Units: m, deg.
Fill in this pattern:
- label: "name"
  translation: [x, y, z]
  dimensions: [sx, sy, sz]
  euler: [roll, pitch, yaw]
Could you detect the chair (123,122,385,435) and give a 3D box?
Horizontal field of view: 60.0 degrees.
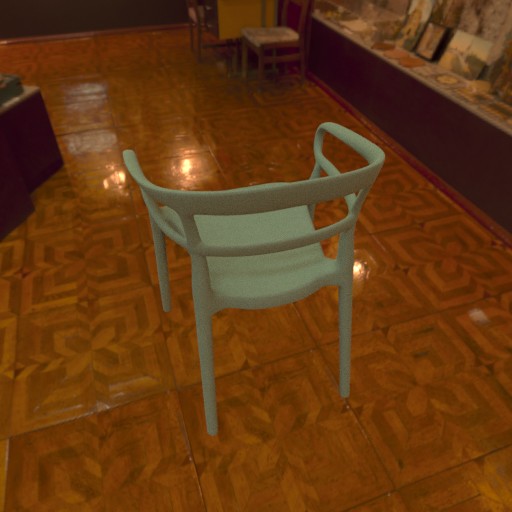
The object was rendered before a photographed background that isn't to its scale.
- label: "chair"
  translation: [0.000, 0.000, 1.159]
  dimensions: [0.559, 0.761, 0.527]
  euler: [-11, 43, -13]
